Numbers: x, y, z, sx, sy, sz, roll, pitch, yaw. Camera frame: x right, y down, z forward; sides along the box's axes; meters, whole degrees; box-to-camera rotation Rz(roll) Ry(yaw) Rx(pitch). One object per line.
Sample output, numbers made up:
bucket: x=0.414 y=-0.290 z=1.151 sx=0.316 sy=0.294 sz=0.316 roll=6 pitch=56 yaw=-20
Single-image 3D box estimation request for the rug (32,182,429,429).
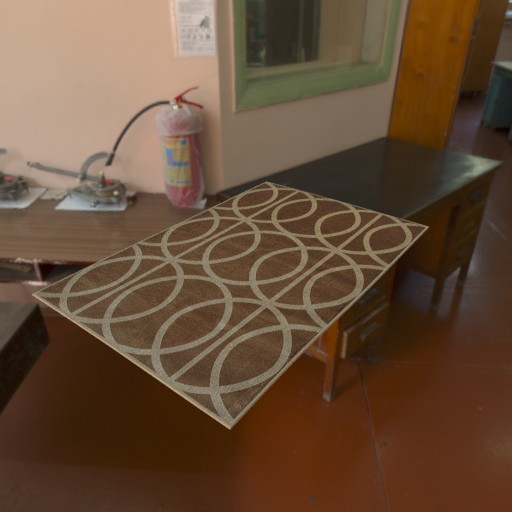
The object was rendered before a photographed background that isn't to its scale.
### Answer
rug: x=0.000 y=0.000 z=2.949 sx=1.526 sy=0.014 sz=2.290 roll=21 pitch=37 yaw=32
